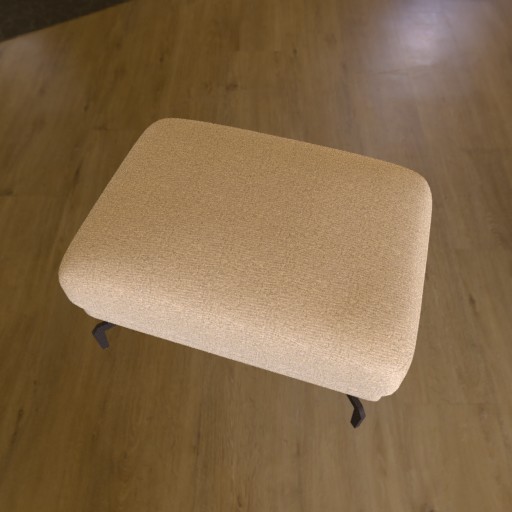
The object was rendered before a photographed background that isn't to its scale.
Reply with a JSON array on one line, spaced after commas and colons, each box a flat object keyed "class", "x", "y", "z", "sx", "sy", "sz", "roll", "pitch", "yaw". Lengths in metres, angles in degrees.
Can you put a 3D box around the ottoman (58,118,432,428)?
[{"class": "ottoman", "x": 0.000, "y": 0.000, "z": 1.118, "sx": 0.772, "sy": 0.420, "sz": 0.568, "roll": 15, "pitch": 59, "yaw": 9}]
